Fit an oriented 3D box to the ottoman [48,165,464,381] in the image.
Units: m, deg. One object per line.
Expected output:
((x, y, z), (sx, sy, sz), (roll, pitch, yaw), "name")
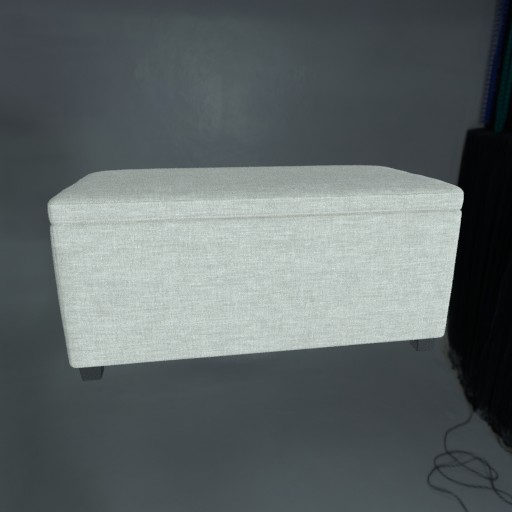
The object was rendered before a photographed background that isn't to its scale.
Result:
((0.000, 0.000, 1.155), (0.902, 0.432, 0.419), (-3, 18, -9), "ottoman")
